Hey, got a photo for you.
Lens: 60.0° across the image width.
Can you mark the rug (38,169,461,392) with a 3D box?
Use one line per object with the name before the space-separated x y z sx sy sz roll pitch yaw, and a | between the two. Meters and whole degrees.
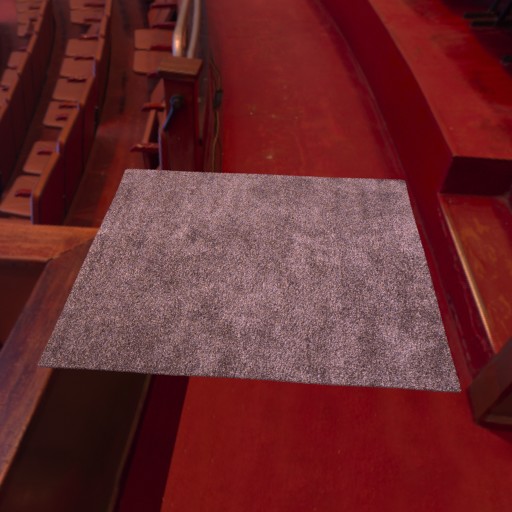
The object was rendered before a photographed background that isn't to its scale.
rug | 0.000 0.000 3.947 3.000 0.025 2.401 3 47 3
